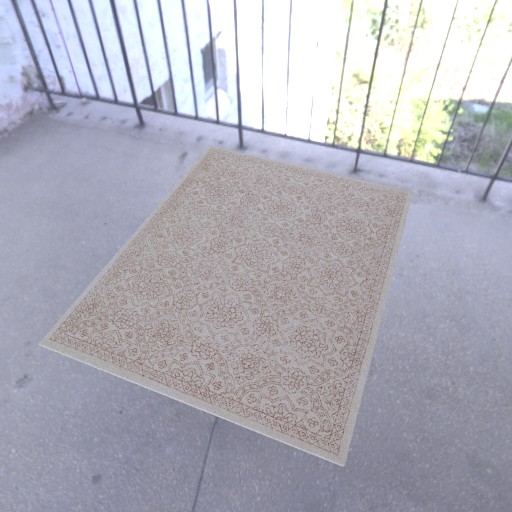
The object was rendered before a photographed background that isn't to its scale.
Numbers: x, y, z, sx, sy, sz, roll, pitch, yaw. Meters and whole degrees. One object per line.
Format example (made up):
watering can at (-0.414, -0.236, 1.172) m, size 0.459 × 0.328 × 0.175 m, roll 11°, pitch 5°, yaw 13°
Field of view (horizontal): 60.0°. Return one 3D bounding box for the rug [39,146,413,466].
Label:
rug at (0.000, 0.000, 4.128) m, size 2.441 × 0.015 × 3.050 m, roll 16°, pitch 48°, yaw 15°
